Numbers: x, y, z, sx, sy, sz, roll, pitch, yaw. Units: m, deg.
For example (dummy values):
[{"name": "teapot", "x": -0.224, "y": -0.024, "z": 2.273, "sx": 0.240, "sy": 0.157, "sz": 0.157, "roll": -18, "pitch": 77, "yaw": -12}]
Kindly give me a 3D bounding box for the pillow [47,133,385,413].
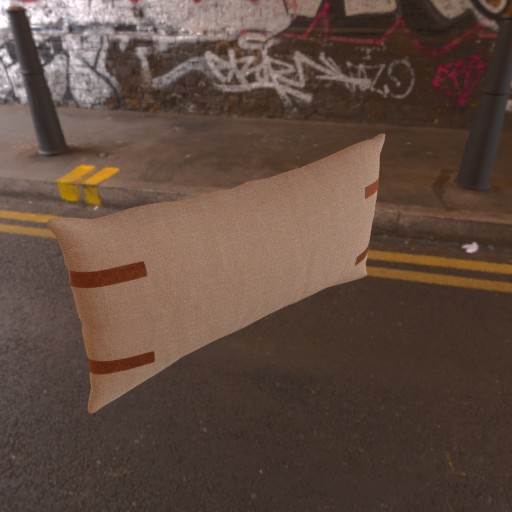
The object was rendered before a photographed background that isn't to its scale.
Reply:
[{"name": "pillow", "x": 0.000, "y": 0.000, "z": 0.727, "sx": 0.612, "sy": 0.308, "sz": 0.148, "roll": -21, "pitch": 35, "yaw": -33}]
